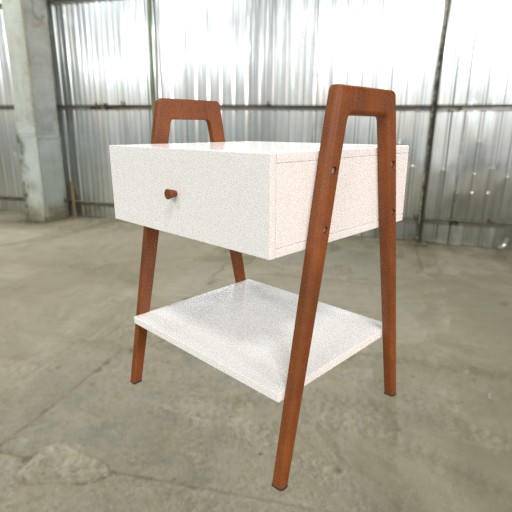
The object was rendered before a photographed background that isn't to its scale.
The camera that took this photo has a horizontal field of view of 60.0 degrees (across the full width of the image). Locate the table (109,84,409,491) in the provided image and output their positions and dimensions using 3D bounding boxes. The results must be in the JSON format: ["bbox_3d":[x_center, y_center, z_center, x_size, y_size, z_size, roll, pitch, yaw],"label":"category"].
[{"bbox_3d":[0.000,0.000,0.887,0.457,0.610,0.405,15,22,42],"label":"table"}]
